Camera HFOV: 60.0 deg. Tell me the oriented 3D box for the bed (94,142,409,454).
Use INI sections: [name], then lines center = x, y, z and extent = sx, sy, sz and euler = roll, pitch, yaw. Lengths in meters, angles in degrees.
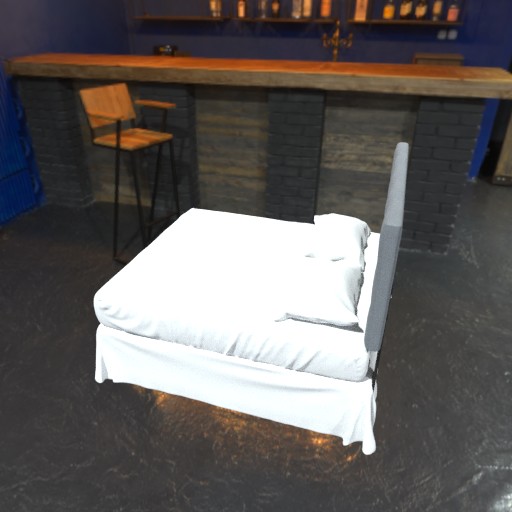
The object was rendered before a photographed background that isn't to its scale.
[bed]
center = 0.000, 0.000, 3.534
extent = 2.222, 1.577, 1.936
euler = 9, 31, 15
